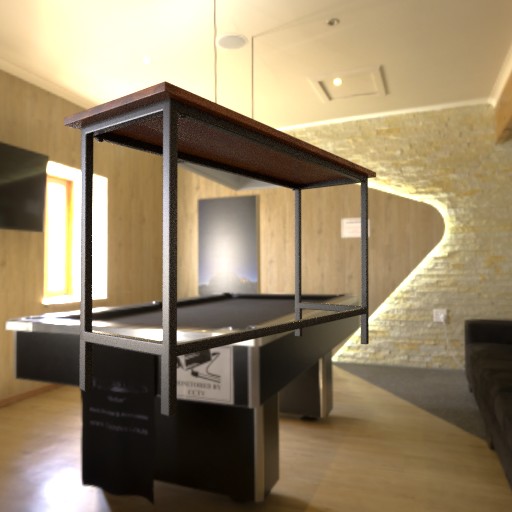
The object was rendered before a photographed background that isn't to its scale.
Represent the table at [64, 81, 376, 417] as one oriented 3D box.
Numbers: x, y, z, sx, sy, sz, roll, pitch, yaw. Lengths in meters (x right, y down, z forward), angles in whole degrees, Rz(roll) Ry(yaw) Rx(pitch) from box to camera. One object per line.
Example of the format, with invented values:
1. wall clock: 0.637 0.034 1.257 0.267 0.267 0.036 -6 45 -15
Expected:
1. table: 0.000 0.000 1.559 0.408 0.740 1.204 -1 -1 37
